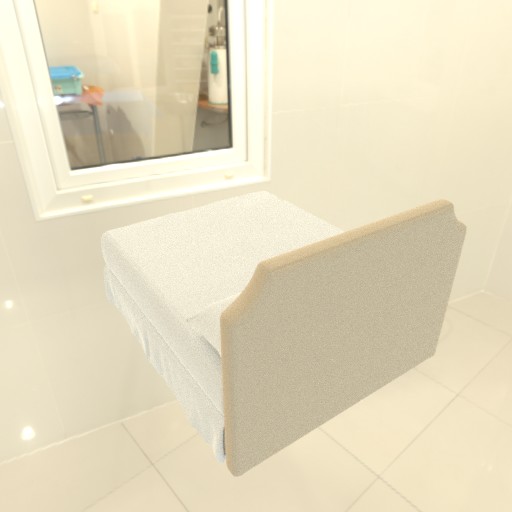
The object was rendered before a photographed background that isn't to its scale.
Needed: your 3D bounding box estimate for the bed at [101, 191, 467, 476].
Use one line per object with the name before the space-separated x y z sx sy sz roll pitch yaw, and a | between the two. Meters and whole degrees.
bed | 0.000 0.000 3.900 2.134 1.524 2.548 -19 35 -29
